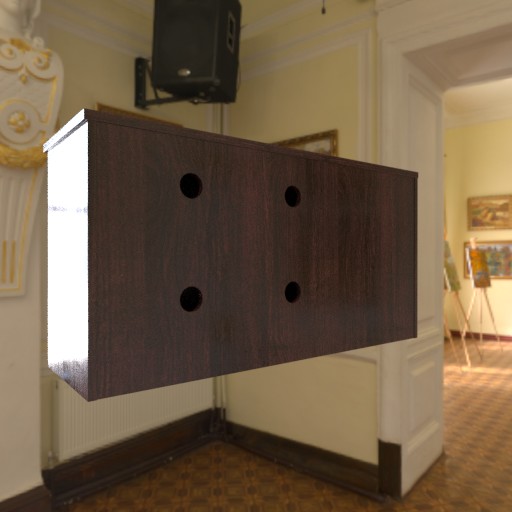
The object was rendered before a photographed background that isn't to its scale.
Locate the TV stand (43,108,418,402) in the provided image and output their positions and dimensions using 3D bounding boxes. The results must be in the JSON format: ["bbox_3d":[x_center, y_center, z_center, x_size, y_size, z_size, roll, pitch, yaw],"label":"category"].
[{"bbox_3d":[0.000,0.000,1.435,1.192,0.614,0.404,0,0,-37],"label":"TV stand"}]
